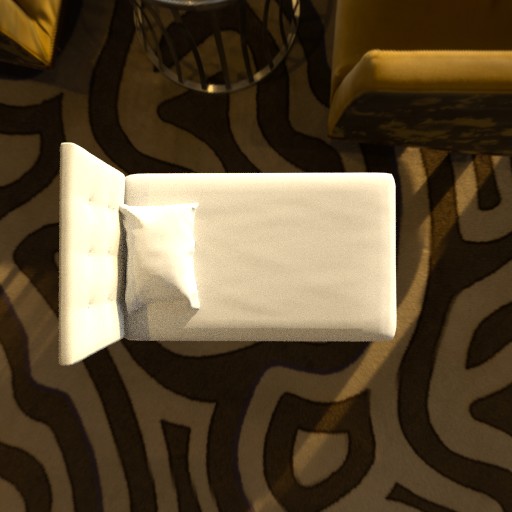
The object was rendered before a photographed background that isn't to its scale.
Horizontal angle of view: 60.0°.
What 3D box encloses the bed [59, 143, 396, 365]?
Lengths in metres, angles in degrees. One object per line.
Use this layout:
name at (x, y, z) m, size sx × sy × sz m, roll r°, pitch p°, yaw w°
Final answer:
bed at (0.000, 0.000, 3.000) m, size 1.997 × 1.571 × 1.261 m, roll 0°, pitch 89°, yaw 1°
